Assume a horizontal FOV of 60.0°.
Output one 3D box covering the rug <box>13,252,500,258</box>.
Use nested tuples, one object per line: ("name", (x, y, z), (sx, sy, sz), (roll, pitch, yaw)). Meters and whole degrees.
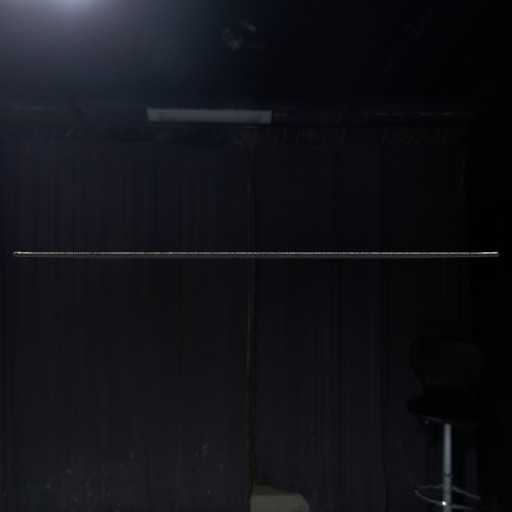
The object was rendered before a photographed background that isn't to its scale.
("rug", (0.000, 0.000, 2.268), (1.840, 0.015, 1.225), (0, -1, -1))
